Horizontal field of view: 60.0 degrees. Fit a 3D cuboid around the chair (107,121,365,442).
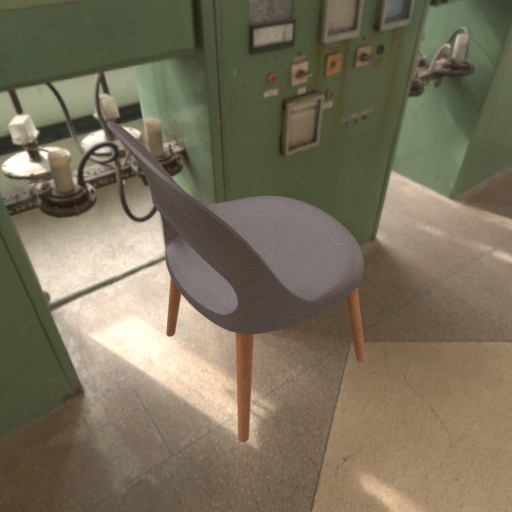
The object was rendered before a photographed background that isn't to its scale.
[{"bbox_3d":[0.000,0.000,1.147,0.556,0.794,0.470,-24,46,-26],"label":"chair"}]
